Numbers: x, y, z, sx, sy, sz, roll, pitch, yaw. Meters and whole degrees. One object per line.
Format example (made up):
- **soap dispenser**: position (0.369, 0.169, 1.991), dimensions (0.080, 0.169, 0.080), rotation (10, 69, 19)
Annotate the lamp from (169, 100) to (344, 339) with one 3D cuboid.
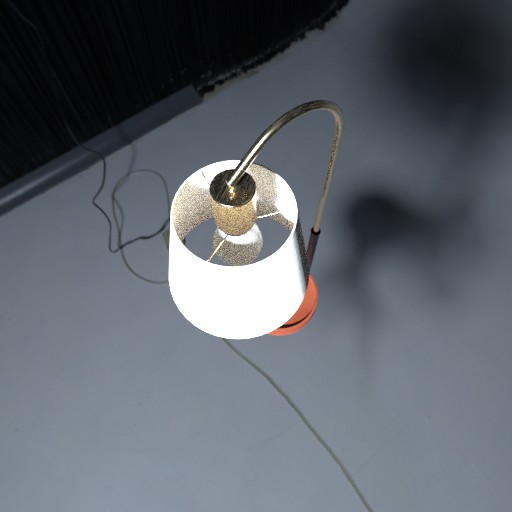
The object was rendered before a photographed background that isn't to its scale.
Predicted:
- **lamp**: position (0.000, 0.000, 0.665), dimensions (0.273, 0.536, 0.211), rotation (-33, 68, -15)
